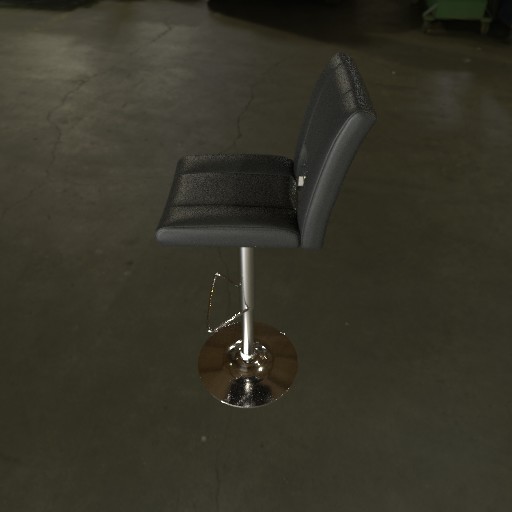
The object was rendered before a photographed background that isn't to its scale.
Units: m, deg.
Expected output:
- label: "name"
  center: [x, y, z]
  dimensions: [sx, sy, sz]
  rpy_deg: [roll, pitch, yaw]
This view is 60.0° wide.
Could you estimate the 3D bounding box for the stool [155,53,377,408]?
- label: "stool"
  center: [0.000, 0.000, 1.431]
  dimensions: [0.520, 1.151, 0.415]
  rpy_deg: [1, 41, 1]
